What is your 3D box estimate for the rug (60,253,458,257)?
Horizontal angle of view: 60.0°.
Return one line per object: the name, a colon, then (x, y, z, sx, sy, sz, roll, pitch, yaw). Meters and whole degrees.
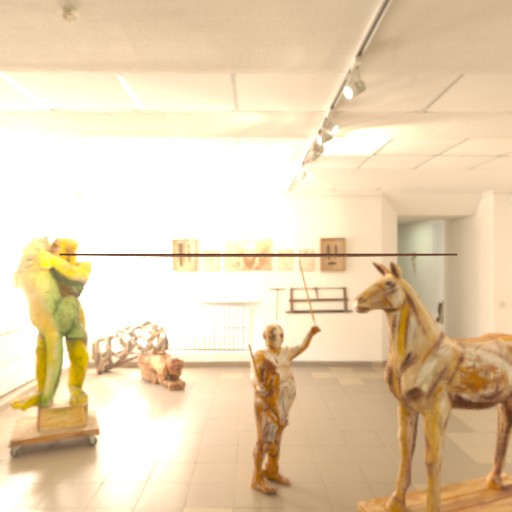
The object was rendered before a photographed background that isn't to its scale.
rug: (0.000, 0.000, 4.247, 2.381, 0.013, 3.197, 0, 0, -1)
